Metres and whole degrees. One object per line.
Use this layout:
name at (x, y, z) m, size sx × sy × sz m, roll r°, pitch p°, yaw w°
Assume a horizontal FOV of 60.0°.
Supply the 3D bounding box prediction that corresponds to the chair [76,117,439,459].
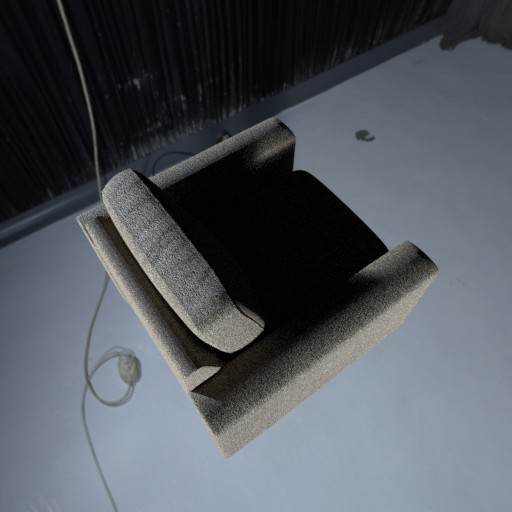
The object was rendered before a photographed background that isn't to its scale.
chair at (0.000, 0.000, 1.769) m, size 1.016 × 0.873 × 1.005 m, roll -32°, pitch 64°, yaw -18°
